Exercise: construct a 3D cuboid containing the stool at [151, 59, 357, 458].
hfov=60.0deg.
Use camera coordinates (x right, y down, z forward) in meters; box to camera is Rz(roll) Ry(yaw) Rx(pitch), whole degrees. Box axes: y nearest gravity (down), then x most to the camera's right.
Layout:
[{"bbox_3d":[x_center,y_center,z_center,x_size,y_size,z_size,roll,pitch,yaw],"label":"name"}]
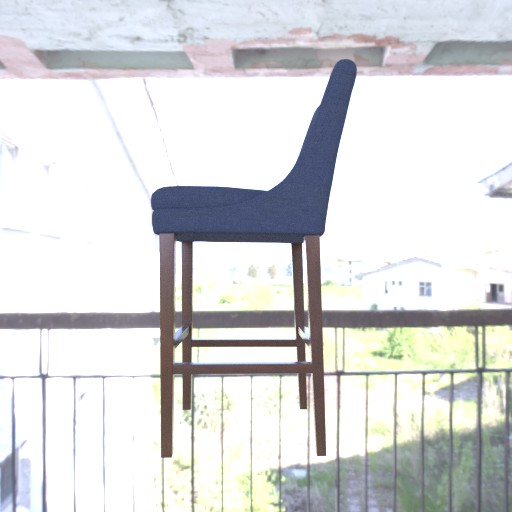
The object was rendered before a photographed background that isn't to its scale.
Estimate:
[{"bbox_3d":[0.000,0.000,1.397,0.577,1.078,0.470,0,-1,-1],"label":"stool"}]
